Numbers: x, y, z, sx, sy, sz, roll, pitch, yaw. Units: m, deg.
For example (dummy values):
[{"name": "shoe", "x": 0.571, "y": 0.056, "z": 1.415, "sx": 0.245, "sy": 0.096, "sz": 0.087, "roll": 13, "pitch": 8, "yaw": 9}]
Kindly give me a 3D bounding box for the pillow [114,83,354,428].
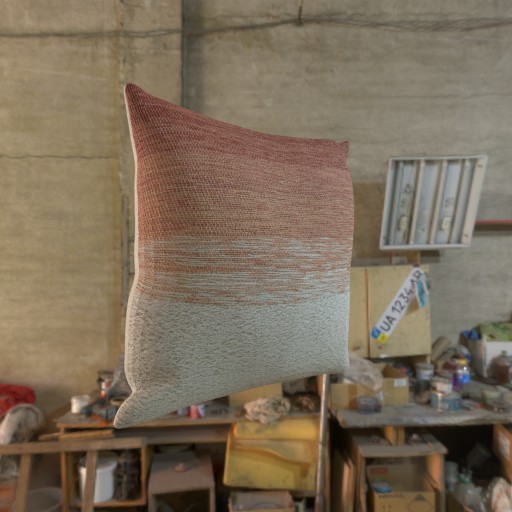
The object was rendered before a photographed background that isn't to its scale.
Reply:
[{"name": "pillow", "x": 0.000, "y": 0.000, "z": 0.688, "sx": 0.440, "sy": 0.441, "sz": 0.182, "roll": 0, "pitch": 0, "yaw": -37}]
